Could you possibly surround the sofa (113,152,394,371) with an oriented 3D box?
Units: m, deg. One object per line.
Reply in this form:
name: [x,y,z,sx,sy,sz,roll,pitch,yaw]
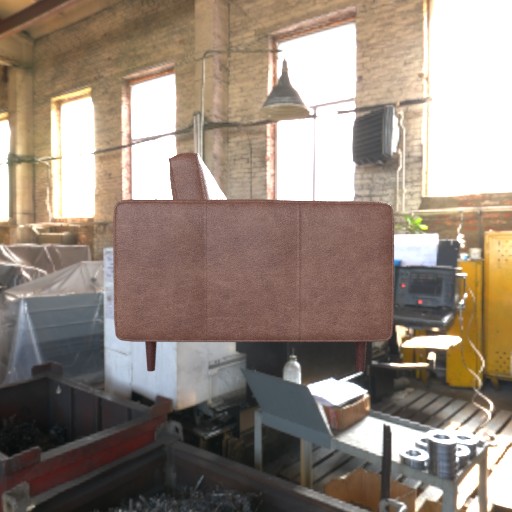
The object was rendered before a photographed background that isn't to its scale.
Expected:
sofa: [0.000,0.000,2.304,0.910,0.760,1.870,0,2,0]
